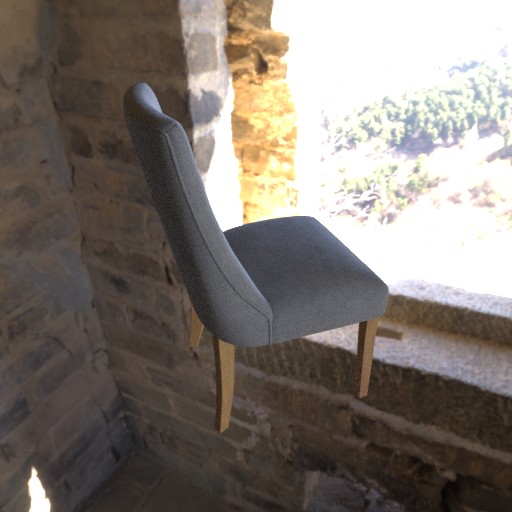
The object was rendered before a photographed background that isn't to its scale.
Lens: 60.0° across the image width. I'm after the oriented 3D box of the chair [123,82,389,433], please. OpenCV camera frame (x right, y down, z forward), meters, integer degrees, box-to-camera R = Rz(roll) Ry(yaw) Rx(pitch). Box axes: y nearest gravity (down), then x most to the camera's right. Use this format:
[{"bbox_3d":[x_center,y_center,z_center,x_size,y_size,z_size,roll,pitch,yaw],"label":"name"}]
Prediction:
[{"bbox_3d":[0.000,0.000,1.272,0.610,0.902,0.495,-10,32,-17],"label":"chair"}]
